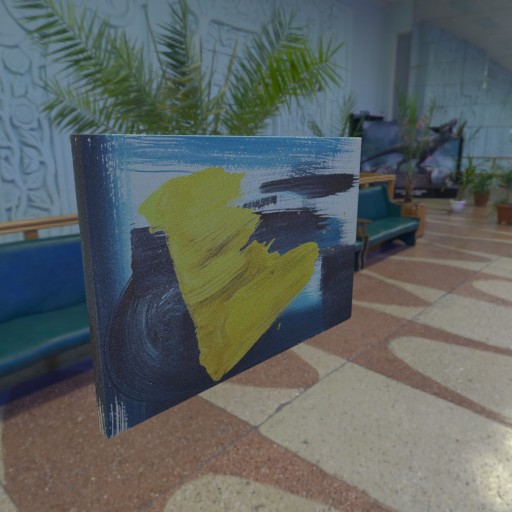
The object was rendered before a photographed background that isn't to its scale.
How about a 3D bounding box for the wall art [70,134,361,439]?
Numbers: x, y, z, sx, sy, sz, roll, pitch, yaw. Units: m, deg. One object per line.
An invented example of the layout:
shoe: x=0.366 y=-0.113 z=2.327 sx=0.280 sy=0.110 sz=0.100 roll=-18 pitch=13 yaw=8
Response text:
wall art: x=0.000 y=0.000 z=1.171 sx=0.039 sy=0.610 sz=0.914 roll=14 pitch=20 yaw=43
